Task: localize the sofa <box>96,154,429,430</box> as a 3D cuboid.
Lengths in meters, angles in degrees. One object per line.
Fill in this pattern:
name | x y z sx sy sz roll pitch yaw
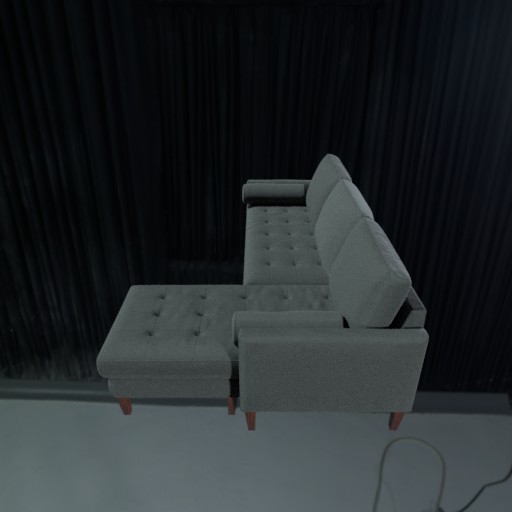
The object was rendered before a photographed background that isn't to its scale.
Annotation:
sofa | 0.000 0.000 2.945 1.506 0.876 2.178 0 28 0
